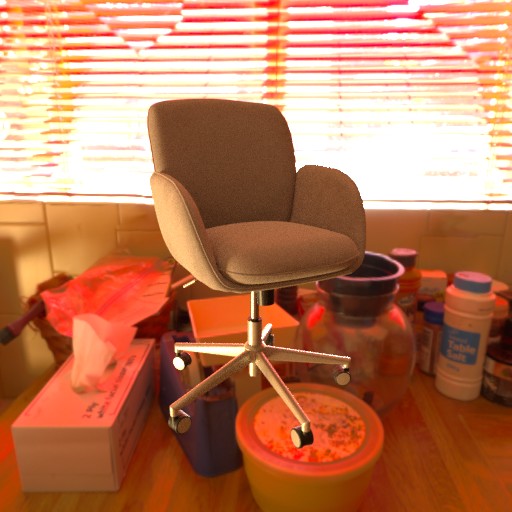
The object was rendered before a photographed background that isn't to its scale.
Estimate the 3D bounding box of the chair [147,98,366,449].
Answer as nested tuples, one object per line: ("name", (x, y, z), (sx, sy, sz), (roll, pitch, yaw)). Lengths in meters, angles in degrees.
("chair", (0.000, 0.000, 1.380), (0.648, 0.959, 0.654), (-8, 18, -25))
